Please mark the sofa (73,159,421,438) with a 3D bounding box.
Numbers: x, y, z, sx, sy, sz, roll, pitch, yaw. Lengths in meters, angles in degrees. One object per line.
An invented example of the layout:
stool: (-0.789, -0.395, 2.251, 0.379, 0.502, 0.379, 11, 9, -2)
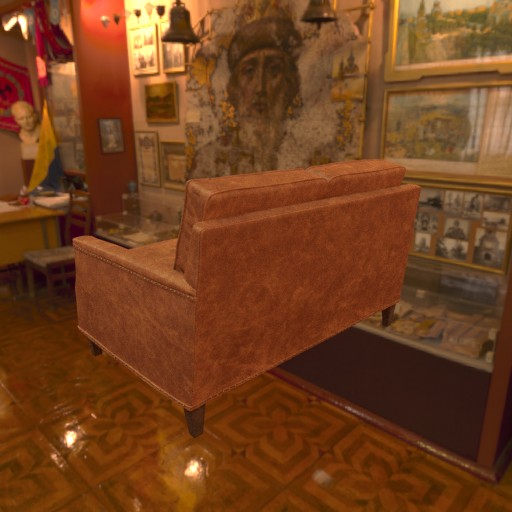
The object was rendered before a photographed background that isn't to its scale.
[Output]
sofa: (0.000, 0.000, 2.382, 1.597, 1.003, 1.084, -15, 22, -42)
